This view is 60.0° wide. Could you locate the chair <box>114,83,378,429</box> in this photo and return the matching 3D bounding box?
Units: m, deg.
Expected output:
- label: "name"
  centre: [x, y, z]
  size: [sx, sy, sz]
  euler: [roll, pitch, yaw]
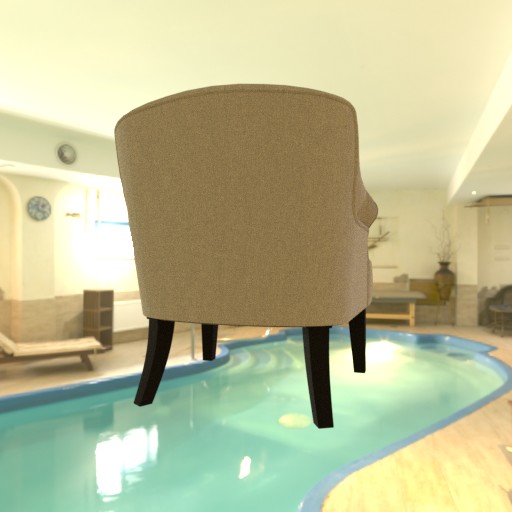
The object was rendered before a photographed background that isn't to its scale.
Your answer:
- label: "chair"
  centre: [0.000, 0.000, 1.480]
  size: [0.772, 0.880, 0.755]
  euler: [0, 0, 18]
